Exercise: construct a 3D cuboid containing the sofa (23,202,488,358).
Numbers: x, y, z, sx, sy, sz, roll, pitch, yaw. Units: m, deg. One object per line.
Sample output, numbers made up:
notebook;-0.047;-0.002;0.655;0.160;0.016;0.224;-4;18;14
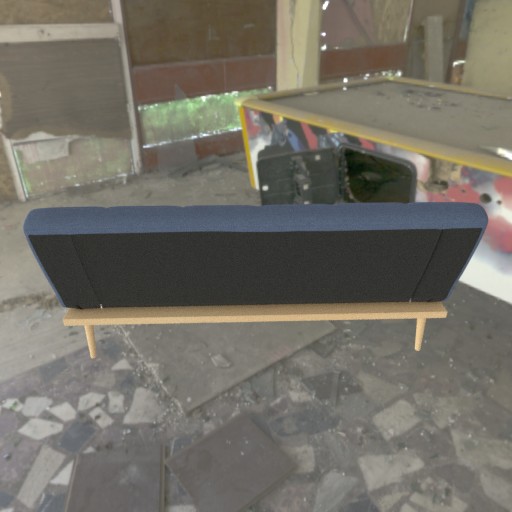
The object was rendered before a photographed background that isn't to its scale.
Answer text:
sofa;0.000;0.000;2.183;1.800;0.800;0.796;-1;30;-2
